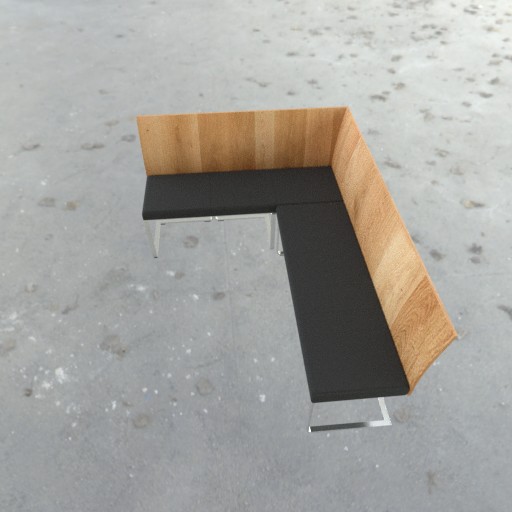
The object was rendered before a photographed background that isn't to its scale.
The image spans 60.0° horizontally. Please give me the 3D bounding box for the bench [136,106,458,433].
[{"bbox_3d":[0.000,0.000,2.781,1.495,0.930,1.945,-4,46,-4],"label":"bench"}]
